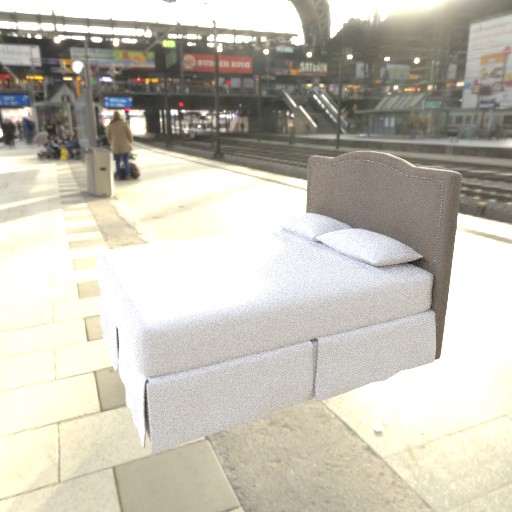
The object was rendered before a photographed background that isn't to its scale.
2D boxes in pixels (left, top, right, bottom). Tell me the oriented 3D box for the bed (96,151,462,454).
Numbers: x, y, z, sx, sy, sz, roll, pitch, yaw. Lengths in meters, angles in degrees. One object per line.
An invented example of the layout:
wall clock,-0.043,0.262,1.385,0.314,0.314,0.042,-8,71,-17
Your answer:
bed,0.000,0.000,3.237,2.128,1.441,1.744,-8,18,-25
